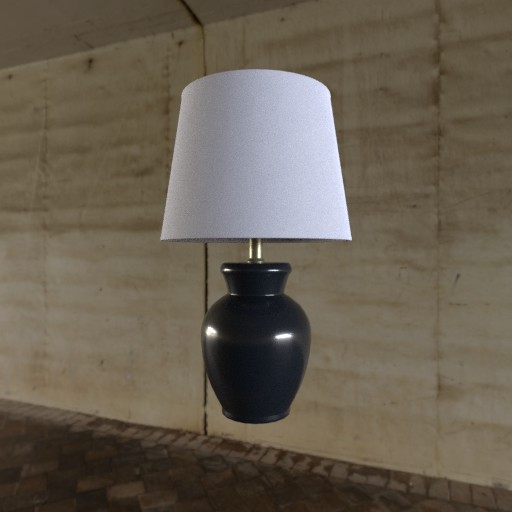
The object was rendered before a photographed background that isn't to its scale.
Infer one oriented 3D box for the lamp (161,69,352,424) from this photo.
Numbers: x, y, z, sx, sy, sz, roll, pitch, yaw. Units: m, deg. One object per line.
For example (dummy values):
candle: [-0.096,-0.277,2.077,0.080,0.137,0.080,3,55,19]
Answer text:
lamp: [0.000,0.000,0.567,0.239,0.399,0.239,0,0,0]
